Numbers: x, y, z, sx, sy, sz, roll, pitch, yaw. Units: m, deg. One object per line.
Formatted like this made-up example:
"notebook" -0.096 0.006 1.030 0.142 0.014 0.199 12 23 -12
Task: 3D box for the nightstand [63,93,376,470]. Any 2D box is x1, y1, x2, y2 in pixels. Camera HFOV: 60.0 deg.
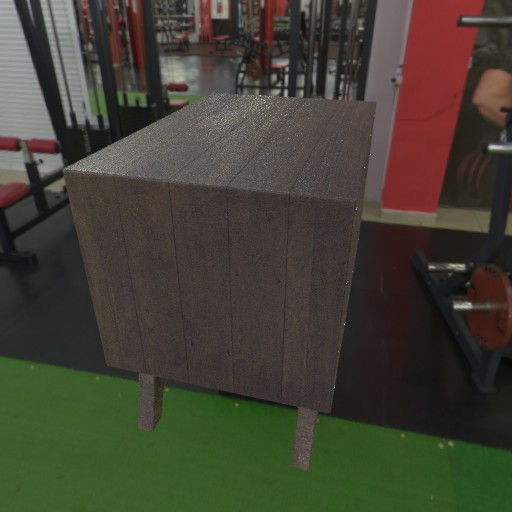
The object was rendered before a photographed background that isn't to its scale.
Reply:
"nightstand" 0.000 0.000 1.040 0.450 0.599 0.650 8 31 13
